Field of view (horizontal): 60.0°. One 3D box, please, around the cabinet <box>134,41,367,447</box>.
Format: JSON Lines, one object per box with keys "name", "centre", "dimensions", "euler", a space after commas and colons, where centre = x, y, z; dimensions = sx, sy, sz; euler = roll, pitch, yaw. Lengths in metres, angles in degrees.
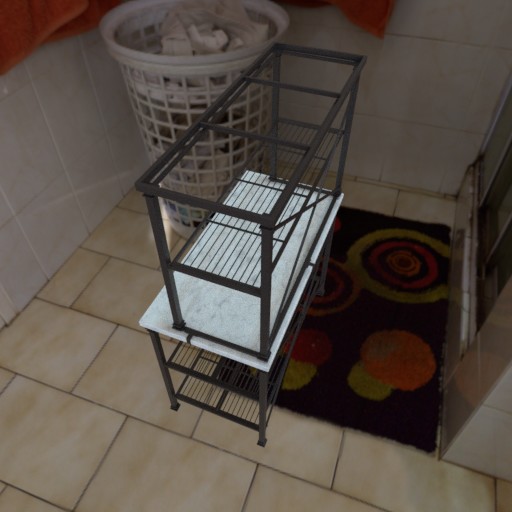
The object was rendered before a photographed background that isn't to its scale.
{"name": "cabinet", "centre": [0.000, 0.000, 2.267], "dimensions": [0.610, 1.659, 1.210], "euler": [16, 48, 15]}
